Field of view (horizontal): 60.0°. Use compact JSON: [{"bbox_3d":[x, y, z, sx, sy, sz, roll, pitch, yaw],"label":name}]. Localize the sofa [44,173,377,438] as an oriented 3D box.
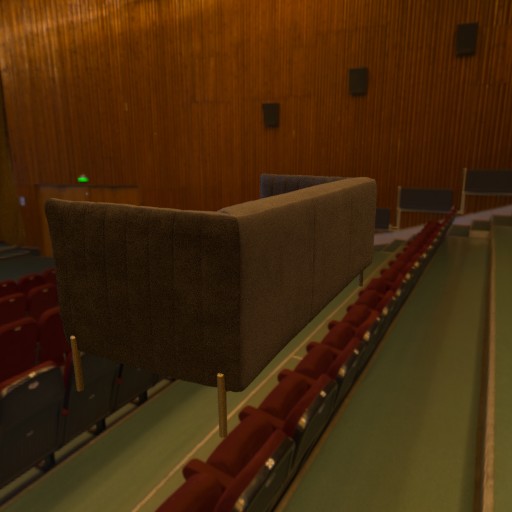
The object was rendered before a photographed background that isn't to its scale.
[{"bbox_3d":[0.000,0.000,2.413,0.876,0.780,1.980,7,15,26],"label":"sofa"}]
